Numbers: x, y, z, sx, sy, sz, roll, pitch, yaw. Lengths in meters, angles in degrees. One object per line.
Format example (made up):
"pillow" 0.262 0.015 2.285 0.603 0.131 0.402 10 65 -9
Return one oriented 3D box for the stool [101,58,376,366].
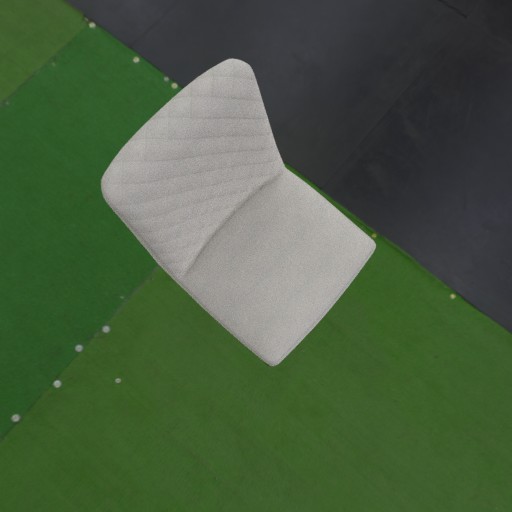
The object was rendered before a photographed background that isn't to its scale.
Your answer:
"stool" 0.000 0.000 1.393 0.546 1.084 0.462 41 80 9
